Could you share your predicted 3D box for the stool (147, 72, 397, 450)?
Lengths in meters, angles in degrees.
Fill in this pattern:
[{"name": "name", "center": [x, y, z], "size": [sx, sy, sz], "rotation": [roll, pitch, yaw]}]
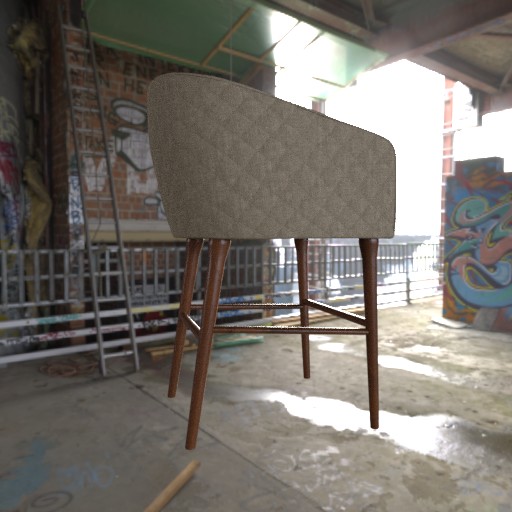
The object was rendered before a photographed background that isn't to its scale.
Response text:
[{"name": "stool", "center": [0.000, 0.000, 1.350], "size": [0.635, 0.952, 0.559], "rotation": [-1, 3, -18]}]
